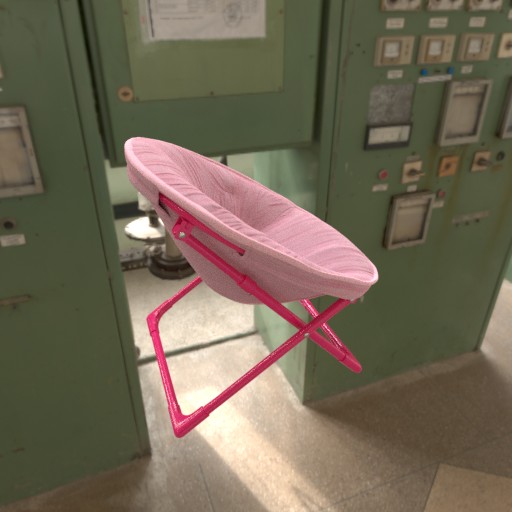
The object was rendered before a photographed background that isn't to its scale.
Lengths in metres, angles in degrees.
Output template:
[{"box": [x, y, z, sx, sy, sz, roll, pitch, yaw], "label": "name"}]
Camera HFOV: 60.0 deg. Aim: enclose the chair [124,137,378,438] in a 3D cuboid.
[{"box": [0.000, 0.000, 0.913, 0.459, 0.494, 0.522, -10, 32, -17], "label": "chair"}]
